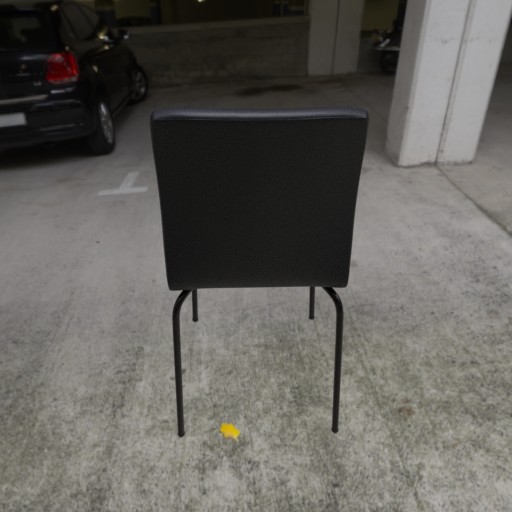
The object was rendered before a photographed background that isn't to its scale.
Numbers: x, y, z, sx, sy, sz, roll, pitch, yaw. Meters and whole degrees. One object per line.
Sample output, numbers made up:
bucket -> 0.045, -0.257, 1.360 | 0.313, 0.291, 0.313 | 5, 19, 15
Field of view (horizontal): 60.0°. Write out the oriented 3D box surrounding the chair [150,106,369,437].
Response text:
chair -> 0.000, 0.000, 1.173 | 0.450, 0.872, 0.572 | -1, 31, -2
